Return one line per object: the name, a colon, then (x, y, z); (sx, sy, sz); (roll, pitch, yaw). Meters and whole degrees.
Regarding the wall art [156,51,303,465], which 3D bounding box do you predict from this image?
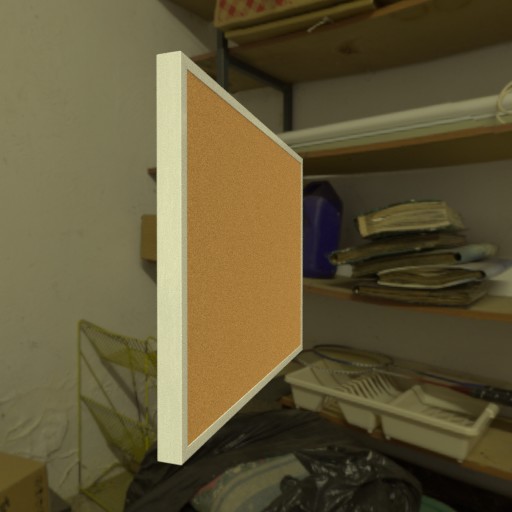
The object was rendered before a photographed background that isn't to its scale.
wall art: (0.000, 0.000, 1.343); (0.053, 0.787, 1.041); (0, 1, 19)
